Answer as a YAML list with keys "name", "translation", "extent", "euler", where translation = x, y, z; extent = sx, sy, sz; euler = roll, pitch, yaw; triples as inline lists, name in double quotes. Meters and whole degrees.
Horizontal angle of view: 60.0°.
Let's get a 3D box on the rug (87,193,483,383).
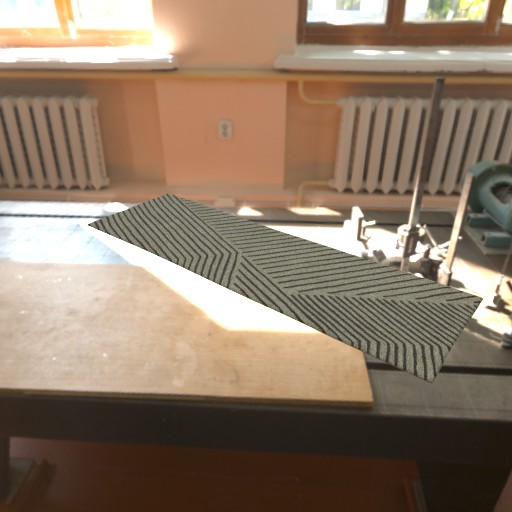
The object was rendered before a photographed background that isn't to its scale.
- name: "rug"
  translation: [0.000, 0.000, 2.722]
  extent: [2.439, 0.020, 0.773]
  euler: [21, 35, 33]
